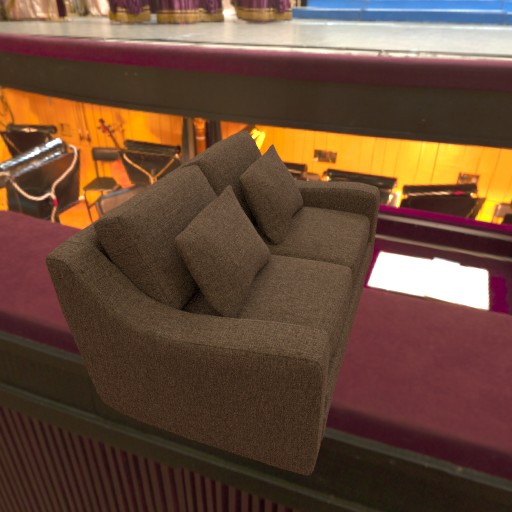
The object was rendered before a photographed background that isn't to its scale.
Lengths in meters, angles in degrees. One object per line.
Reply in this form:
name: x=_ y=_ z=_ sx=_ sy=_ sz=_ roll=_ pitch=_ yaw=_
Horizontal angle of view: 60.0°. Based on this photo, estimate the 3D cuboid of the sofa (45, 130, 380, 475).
sofa: x=0.000 y=0.000 z=2.396 sx=1.120 sy=0.991 sz=1.778 roll=11 pitch=32 yaw=17
